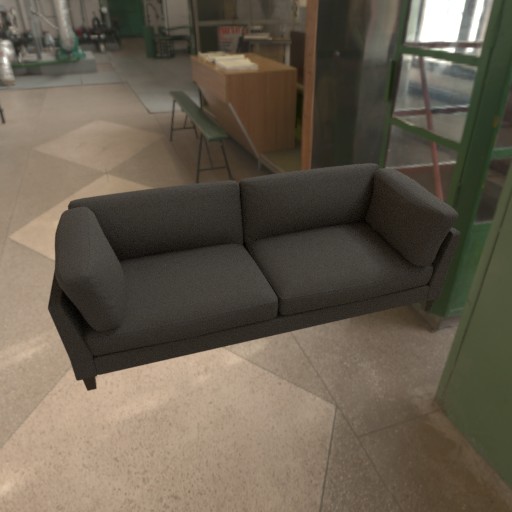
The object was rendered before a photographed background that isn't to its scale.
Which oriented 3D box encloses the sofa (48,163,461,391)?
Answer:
[{"bbox_3d":[0.000,0.000,2.803,2.312,0.792,0.969,-10,33,-16],"label":"sofa"}]
